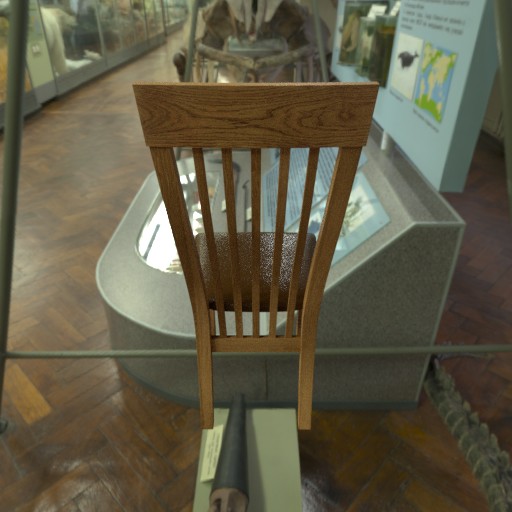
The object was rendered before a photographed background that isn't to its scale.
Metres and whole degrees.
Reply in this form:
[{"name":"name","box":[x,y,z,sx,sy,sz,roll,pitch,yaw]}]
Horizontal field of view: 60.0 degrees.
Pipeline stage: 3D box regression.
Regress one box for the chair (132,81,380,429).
[{"name":"chair","box":[0.000,0.000,1.307,0.450,1.050,0.580,0,30,0]}]
